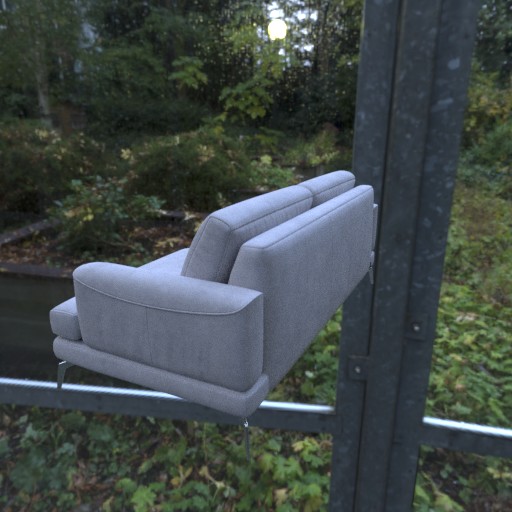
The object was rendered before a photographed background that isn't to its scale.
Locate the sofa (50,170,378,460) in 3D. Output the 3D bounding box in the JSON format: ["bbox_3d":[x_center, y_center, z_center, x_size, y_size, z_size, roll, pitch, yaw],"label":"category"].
[{"bbox_3d":[0.000,0.000,2.477,0.980,0.830,2.013,8,19,25],"label":"sofa"}]
